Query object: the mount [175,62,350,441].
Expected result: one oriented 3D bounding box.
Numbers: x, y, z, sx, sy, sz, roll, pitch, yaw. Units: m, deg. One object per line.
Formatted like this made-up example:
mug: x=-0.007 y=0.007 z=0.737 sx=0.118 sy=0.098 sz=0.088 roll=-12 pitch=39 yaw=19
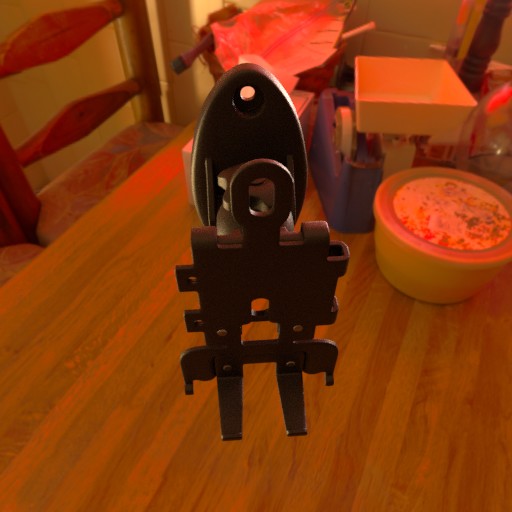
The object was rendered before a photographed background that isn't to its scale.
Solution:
mount: x=0.000 y=0.000 z=0.172 sx=0.066 sy=0.118 sz=0.100 roll=-3 pitch=46 yaw=-3
